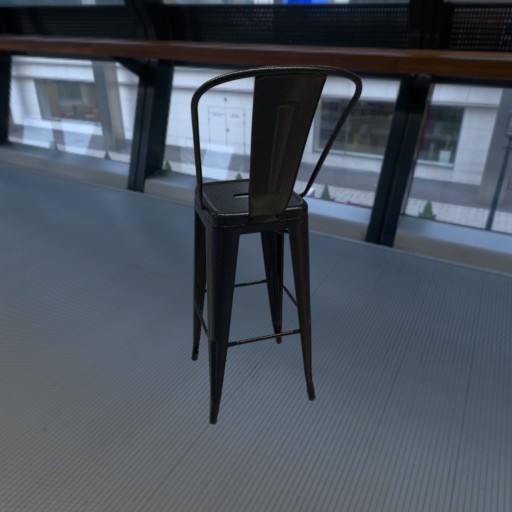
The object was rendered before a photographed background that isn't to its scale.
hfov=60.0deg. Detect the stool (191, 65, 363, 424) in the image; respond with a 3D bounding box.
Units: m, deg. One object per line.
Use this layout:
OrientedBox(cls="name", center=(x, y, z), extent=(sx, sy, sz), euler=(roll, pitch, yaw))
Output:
OrientedBox(cls="stool", center=(0.000, 0.000, 1.349), extent=(0.399, 1.096, 0.513), euler=(-8, 28, -16))
